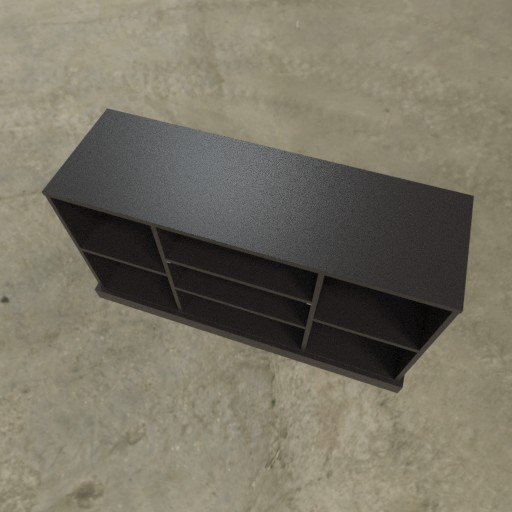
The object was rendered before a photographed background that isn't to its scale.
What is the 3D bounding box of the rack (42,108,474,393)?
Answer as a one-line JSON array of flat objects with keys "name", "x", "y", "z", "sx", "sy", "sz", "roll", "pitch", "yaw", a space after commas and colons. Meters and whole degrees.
[{"name": "rack", "x": 0.000, "y": 0.000, "z": 1.529, "sx": 1.206, "sy": 0.635, "sz": 0.399, "roll": 16, "pitch": 59, "yaw": 10}]
